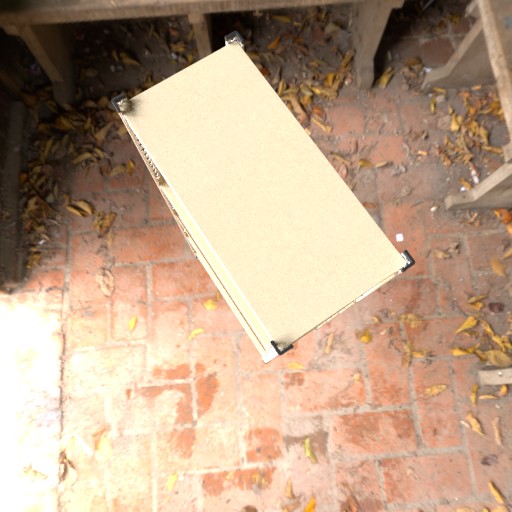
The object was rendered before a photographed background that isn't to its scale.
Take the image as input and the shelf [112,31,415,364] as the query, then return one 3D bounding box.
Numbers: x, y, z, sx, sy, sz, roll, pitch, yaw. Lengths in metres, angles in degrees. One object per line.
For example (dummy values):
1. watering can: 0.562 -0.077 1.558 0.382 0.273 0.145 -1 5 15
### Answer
1. shelf: 0.000 0.000 2.167 0.457 1.829 0.914 -33 78 -8
